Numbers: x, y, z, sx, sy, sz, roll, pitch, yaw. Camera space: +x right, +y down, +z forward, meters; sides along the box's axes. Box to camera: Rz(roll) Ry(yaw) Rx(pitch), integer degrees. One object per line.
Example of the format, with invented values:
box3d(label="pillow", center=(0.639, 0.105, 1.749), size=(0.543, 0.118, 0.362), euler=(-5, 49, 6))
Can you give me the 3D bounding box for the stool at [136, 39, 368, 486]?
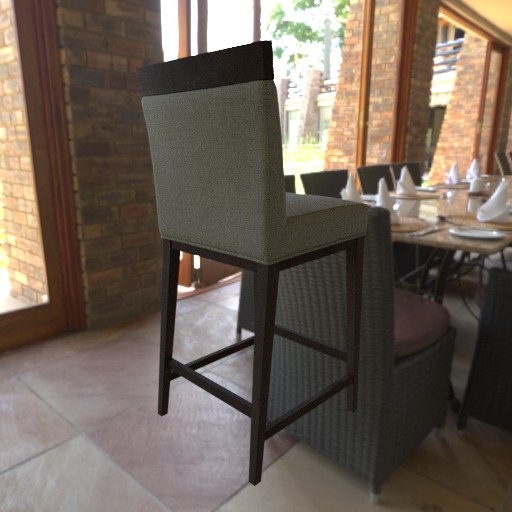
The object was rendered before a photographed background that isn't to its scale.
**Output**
box3d(label="stool", center=(0.000, 0.000, 1.397), size=(0.511, 1.117, 0.531), euler=(14, 20, 43))
